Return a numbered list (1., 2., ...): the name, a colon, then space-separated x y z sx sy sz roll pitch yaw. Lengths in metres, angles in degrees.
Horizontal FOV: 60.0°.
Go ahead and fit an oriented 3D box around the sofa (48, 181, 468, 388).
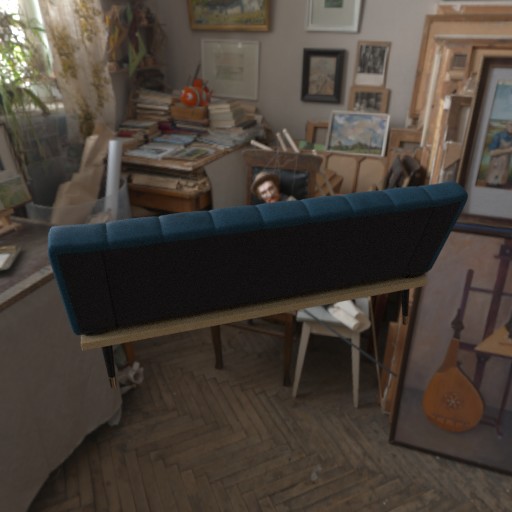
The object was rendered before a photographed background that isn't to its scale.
1. sofa: 0.000 0.000 2.310 1.810 0.825 0.830 -8 28 -16
